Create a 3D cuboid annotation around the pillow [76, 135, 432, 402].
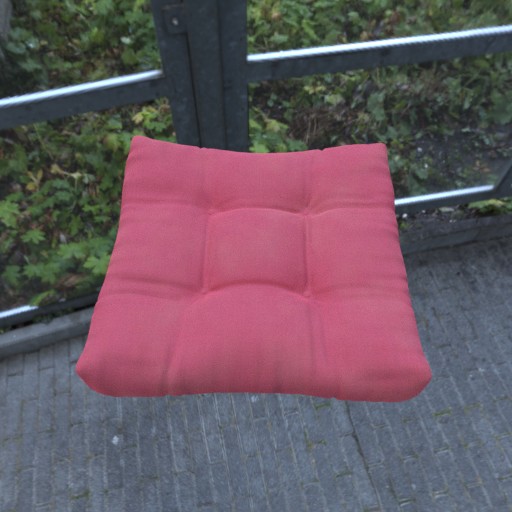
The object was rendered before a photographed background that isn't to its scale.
[{"bbox_3d":[0.000,0.000,0.744,0.490,0.128,0.468,1,59,1],"label":"pillow"}]
